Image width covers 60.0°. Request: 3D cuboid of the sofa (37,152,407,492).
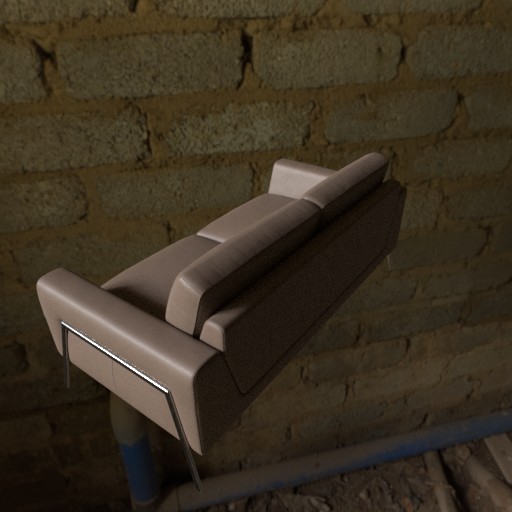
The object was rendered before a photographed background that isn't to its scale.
[{"bbox_3d":[0.000,0.000,2.466,0.953,0.875,2.017,21,37,30],"label":"sofa"}]
